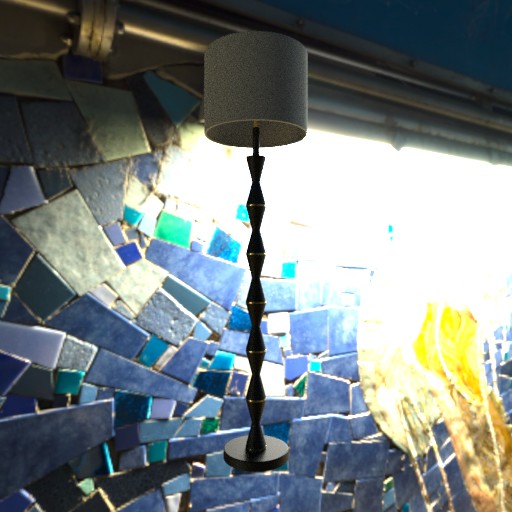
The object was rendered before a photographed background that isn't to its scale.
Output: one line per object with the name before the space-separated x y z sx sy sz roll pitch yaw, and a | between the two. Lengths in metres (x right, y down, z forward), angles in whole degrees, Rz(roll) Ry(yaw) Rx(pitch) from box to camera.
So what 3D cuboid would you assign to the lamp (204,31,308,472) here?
lamp | 0.000 0.000 1.642 0.381 1.480 0.381 0 0 -17
